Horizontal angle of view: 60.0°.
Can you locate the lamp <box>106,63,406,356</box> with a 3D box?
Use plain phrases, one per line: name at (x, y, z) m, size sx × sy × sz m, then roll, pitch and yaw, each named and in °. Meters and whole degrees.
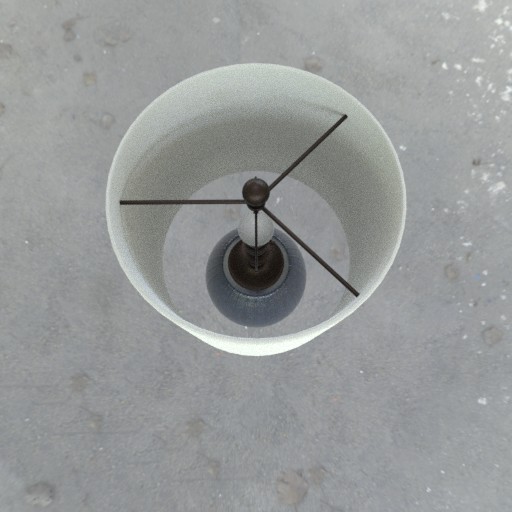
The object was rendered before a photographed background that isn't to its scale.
lamp at (0.000, 0.000, 0.745) m, size 0.329 × 0.570 × 0.329 m, roll 0°, pitch 75°, yaw 0°
